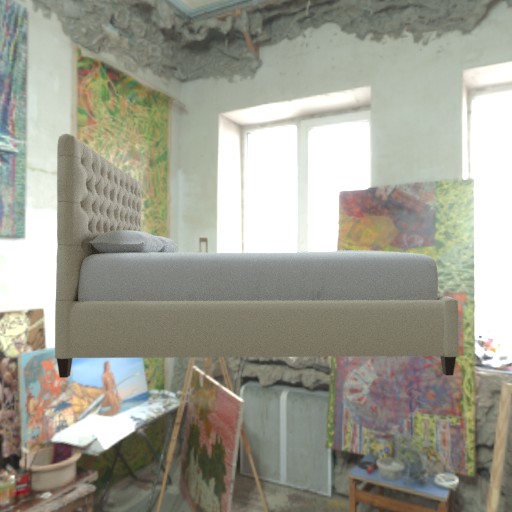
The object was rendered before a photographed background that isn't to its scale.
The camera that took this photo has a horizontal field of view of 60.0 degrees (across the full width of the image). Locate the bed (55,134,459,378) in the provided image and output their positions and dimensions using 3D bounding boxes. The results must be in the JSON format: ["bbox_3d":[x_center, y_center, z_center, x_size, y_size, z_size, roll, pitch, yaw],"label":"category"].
[{"bbox_3d":[0.000,0.000,3.433,2.387,1.427,1.698,0,0,-1],"label":"bed"}]
